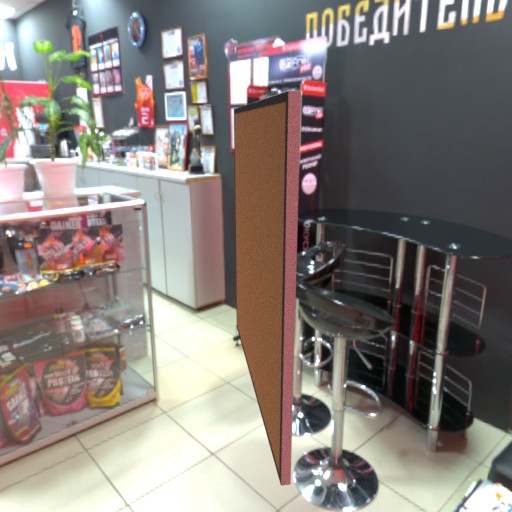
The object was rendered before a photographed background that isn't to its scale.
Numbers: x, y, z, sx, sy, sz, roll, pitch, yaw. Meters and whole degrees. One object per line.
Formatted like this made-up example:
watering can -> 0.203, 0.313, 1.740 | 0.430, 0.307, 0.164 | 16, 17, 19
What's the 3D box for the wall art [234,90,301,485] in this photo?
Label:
wall art -> 0.000, 0.000, 1.230 | 0.022, 0.803, 0.805 | -3, 16, -9
